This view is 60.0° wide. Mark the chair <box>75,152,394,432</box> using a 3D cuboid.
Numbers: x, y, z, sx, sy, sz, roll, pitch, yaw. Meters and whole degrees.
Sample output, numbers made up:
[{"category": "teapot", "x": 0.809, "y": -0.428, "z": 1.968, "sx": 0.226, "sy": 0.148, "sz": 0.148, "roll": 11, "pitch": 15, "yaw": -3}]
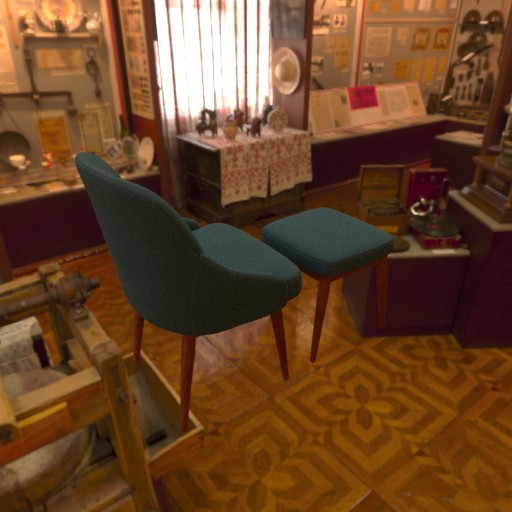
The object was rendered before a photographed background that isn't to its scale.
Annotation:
[{"category": "chair", "x": 0.000, "y": 0.000, "z": 1.631, "sx": 1.114, "sy": 0.866, "sz": 0.584, "roll": -18, "pitch": 32, "yaw": -31}]
